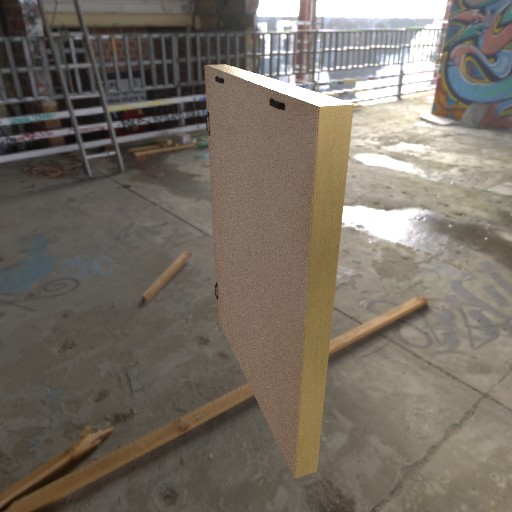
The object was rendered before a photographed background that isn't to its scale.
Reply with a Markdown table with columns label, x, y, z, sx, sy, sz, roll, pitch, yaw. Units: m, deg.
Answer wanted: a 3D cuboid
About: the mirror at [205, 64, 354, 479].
| label | x | y | z | sx | sy | sz | roll | pitch | yaw |
| --- | --- | --- | --- | --- | --- | --- | --- | --- | --- |
| mirror | 0.000 | 0.000 | 0.680 | 0.041 | 0.508 | 0.405 | -10 | 30 | -18 |
